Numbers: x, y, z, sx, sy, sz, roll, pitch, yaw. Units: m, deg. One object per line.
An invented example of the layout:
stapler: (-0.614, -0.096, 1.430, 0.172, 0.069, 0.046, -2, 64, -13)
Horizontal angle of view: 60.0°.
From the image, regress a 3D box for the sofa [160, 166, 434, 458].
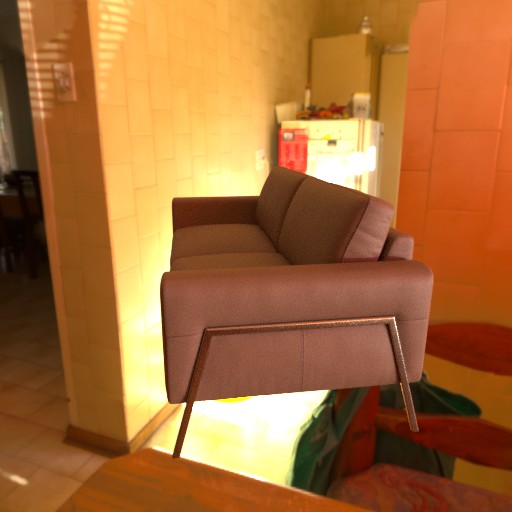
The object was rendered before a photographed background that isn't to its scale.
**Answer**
sofa: (0.000, 0.000, 2.457, 0.953, 0.875, 2.017, -2, 16, -9)
